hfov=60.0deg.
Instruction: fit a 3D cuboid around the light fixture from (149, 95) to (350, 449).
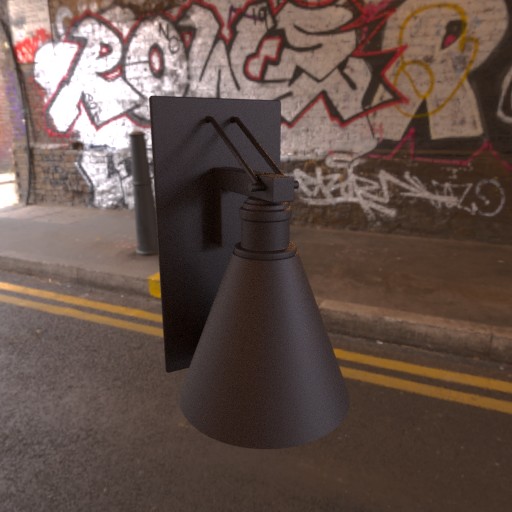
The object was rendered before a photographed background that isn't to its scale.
[{"bbox_3d":[0.000,0.000,0.428,0.170,0.298,0.207,-8,17,-26],"label":"light fixture"}]
